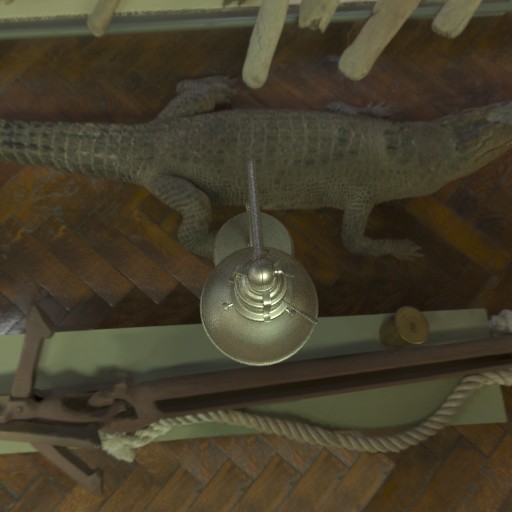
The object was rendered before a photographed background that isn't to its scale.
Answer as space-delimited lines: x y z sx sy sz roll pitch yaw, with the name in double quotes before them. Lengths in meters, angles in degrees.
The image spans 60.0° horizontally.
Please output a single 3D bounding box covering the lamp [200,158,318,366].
"lamp" 0.000 0.000 0.593 0.153 0.456 0.286 -4 76 -1
